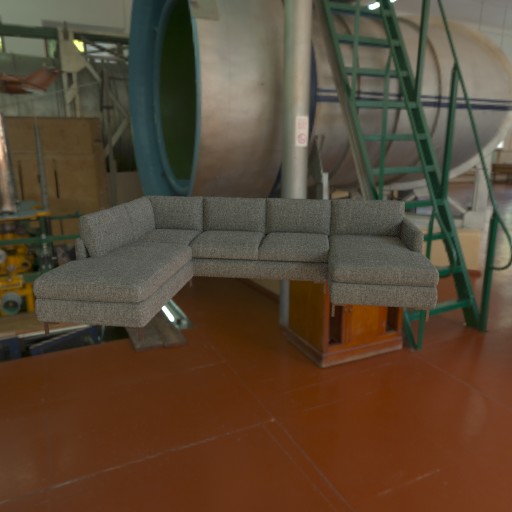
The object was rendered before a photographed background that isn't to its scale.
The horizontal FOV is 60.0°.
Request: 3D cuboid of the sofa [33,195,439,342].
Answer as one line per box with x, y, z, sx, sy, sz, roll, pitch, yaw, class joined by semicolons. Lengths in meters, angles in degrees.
0.000;0.000;3.611;2.737;0.756;1.879;2;15;8;sofa
